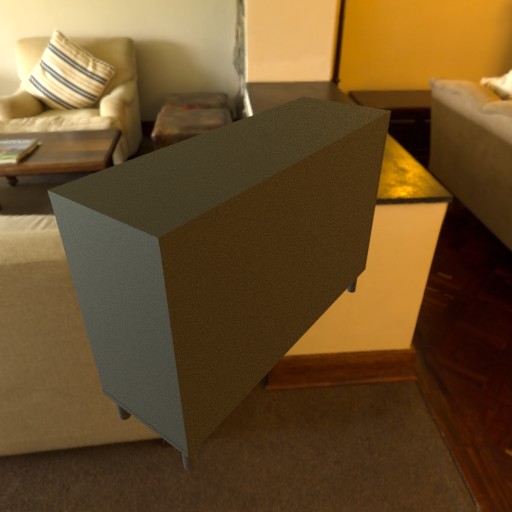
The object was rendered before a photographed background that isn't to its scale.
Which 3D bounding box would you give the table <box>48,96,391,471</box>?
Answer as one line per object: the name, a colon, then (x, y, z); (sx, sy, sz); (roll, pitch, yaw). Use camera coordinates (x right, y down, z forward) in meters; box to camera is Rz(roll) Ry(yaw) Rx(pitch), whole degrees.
table: (0.000, 0.000, 1.622); (0.400, 0.855, 1.200); (22, 39, 30)
